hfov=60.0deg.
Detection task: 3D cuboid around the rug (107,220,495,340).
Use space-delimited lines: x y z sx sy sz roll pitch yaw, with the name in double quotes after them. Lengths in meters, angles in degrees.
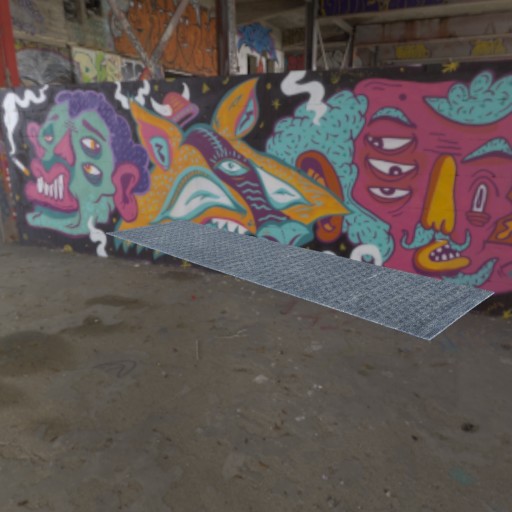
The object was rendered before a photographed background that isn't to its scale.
0.000 0.000 2.653 0.688 0.008 2.443 -15 22 -43 "rug"
